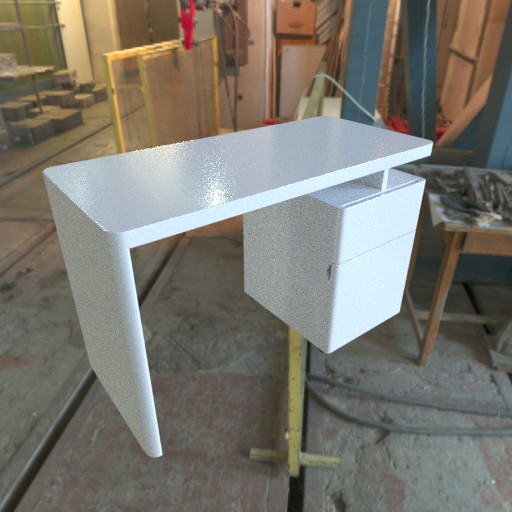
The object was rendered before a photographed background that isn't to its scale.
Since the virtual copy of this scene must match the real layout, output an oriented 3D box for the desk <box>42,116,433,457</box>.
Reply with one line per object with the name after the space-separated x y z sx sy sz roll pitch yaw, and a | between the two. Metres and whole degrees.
0.000 0.000 1.629 1.200 0.760 0.550 -21 36 -32 | desk
